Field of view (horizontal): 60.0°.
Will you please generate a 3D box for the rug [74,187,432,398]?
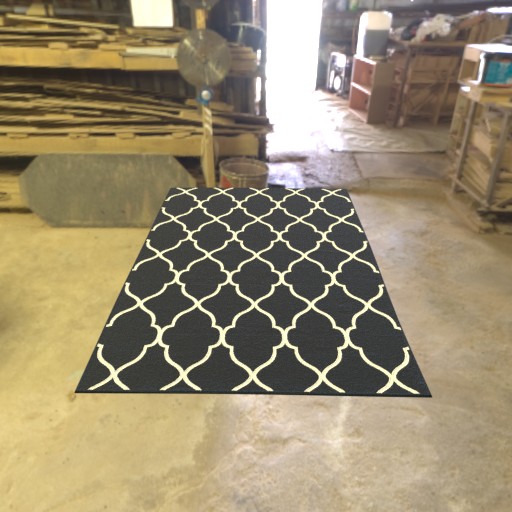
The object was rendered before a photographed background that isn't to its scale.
[{"bbox_3d":[0.000,0.000,2.855,1.528,0.014,2.294,0,31,1],"label":"rug"}]
